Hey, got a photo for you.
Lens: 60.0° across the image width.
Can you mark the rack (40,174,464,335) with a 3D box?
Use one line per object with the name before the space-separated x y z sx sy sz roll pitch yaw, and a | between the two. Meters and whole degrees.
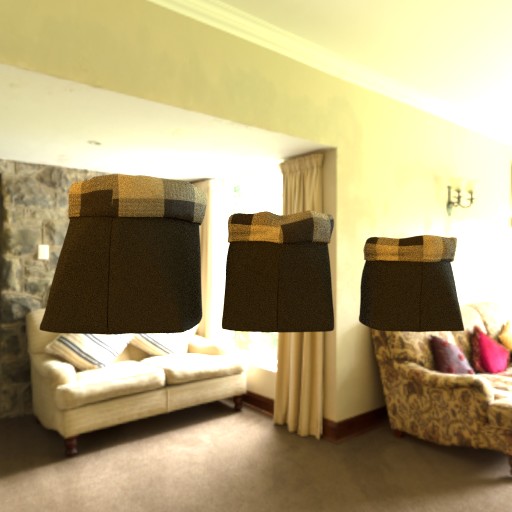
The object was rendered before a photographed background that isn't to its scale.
rack | 0.000 0.000 1.049 0.889 0.329 0.370 0 0 1
